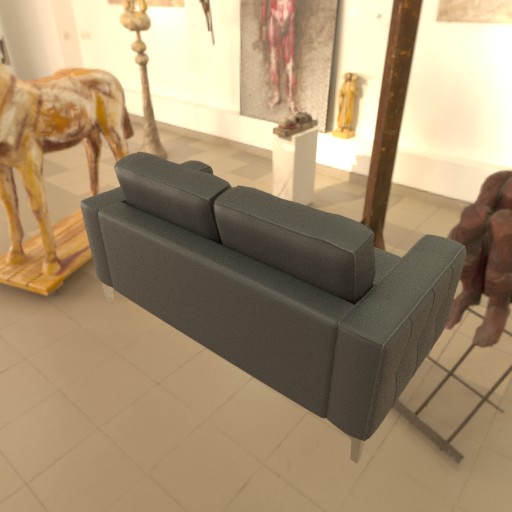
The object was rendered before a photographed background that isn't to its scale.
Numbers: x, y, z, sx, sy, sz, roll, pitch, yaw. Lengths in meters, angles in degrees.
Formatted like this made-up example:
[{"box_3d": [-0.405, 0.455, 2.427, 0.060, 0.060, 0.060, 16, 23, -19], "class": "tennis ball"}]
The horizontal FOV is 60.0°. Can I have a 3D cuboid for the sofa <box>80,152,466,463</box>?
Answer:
[{"box_3d": [0.000, 0.000, 2.186, 1.726, 0.893, 0.833, 23, 39, 32], "class": "sofa"}]
